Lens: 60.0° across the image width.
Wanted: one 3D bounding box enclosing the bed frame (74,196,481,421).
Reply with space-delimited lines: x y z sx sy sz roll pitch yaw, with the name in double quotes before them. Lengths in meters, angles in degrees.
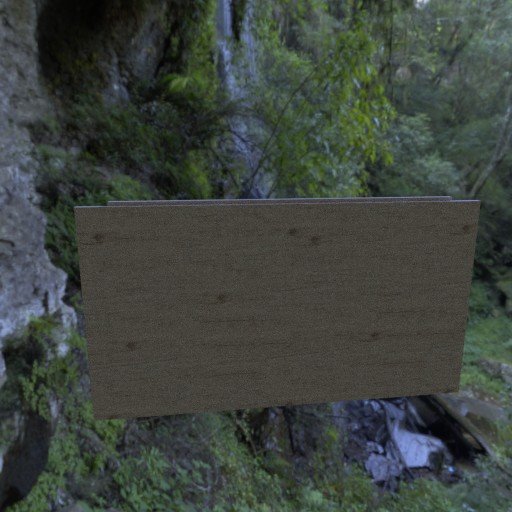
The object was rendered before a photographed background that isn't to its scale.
"bed frame" 0.000 0.000 2.985 1.750 0.970 2.080 -2 13 -8
